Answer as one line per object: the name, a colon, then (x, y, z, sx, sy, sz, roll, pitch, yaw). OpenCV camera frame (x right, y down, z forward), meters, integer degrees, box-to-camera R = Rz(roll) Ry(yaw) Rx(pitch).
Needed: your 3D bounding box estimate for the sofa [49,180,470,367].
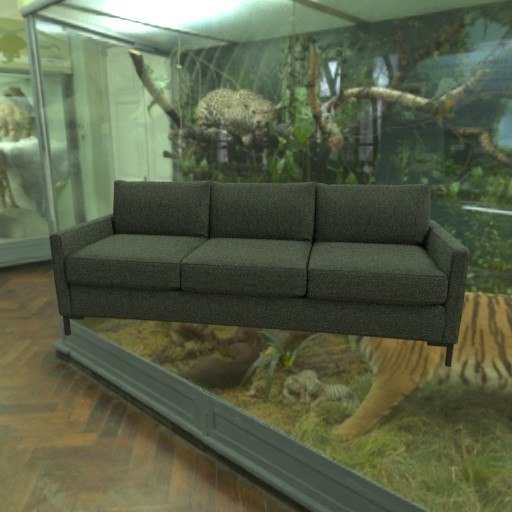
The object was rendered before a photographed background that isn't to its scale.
sofa: (0.000, 0.000, 2.730, 2.253, 0.879, 0.876, 3, 15, 10)
